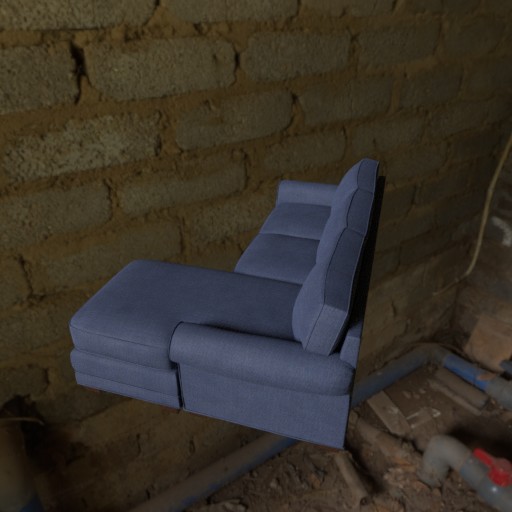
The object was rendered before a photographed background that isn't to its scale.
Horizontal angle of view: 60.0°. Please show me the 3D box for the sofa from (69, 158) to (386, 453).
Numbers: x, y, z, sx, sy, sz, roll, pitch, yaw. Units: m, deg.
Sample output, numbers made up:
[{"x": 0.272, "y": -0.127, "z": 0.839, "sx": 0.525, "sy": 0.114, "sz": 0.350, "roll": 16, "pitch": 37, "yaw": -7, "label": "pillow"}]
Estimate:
[{"x": 0.000, "y": 0.000, "z": 3.488, "sx": 1.780, "sy": 1.063, "sz": 2.567, "roll": 9, "pitch": 32, "yaw": 15, "label": "sofa"}]
